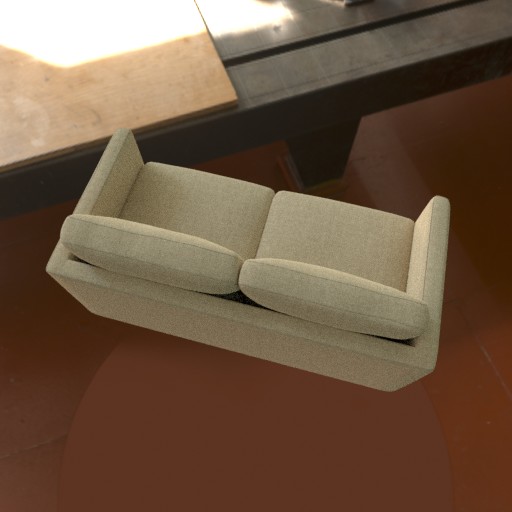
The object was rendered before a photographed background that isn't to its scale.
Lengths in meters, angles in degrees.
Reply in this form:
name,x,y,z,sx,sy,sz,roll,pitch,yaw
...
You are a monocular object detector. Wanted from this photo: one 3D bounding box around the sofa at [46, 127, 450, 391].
name,x,y,z,sx,sy,sz,roll,pitch,yaw
sofa,0.000,0.000,2.457,1.884,0.963,0.950,14,66,6
